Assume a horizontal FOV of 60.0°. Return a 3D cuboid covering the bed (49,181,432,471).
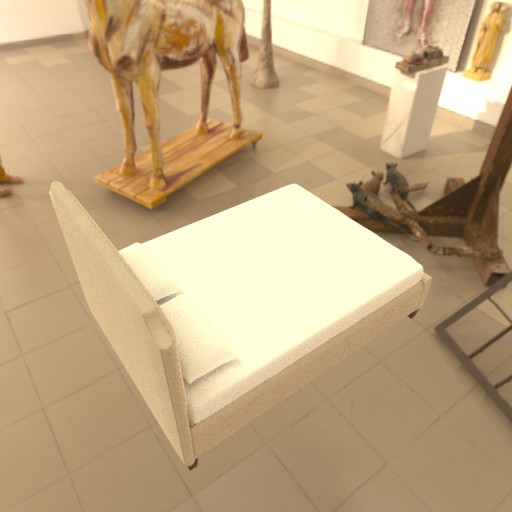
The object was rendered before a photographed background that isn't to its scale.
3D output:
[{"bbox_3d":[0.000,0.000,3.440,2.372,1.443,1.713,-25,46,-27],"label":"bed"}]
